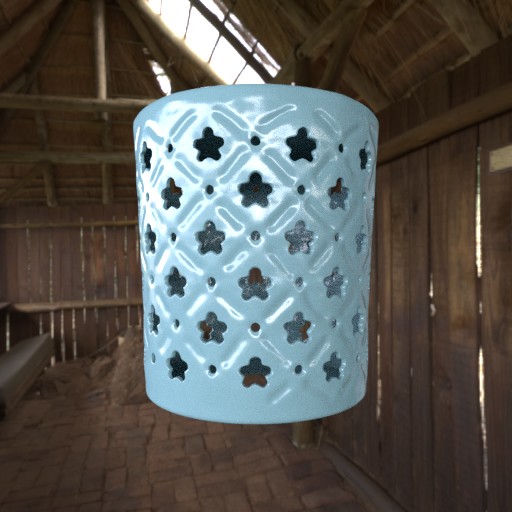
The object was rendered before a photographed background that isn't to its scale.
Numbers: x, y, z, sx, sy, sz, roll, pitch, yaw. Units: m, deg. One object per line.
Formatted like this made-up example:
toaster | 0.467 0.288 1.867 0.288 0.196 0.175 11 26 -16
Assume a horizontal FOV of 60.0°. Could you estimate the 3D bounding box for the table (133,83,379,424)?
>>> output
table | 0.000 0.000 0.657 0.352 0.387 0.352 0 0 0
